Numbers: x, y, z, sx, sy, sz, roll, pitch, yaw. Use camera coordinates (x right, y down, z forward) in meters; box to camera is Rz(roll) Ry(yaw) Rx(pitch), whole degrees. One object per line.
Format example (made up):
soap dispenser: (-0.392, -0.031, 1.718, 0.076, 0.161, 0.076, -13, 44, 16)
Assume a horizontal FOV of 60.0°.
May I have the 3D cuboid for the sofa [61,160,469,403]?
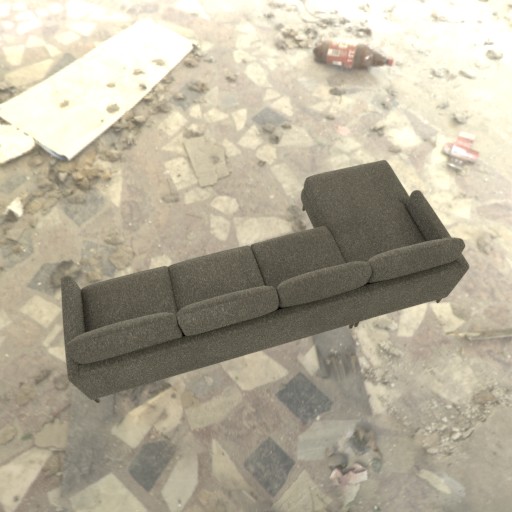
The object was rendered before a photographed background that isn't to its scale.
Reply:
sofa: (0.000, 0.000, 3.516, 2.932, 0.810, 1.350, -14, 58, -9)
